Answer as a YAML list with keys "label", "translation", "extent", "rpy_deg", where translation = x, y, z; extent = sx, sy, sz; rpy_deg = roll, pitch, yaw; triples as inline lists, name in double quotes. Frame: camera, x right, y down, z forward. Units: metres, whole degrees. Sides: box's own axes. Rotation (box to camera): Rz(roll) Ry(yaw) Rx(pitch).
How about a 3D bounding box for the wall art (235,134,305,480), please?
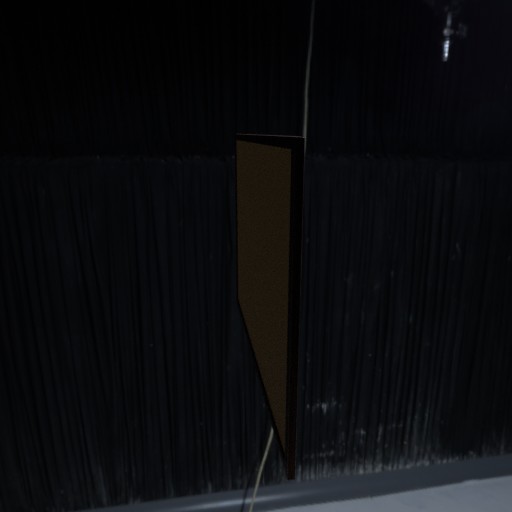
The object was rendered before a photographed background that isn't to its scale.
- label: "wall art"
  translation: [0.000, 0.000, 1.061]
  extent: [0.014, 0.559, 0.816]
  rpy_deg: [-2, 16, -8]
